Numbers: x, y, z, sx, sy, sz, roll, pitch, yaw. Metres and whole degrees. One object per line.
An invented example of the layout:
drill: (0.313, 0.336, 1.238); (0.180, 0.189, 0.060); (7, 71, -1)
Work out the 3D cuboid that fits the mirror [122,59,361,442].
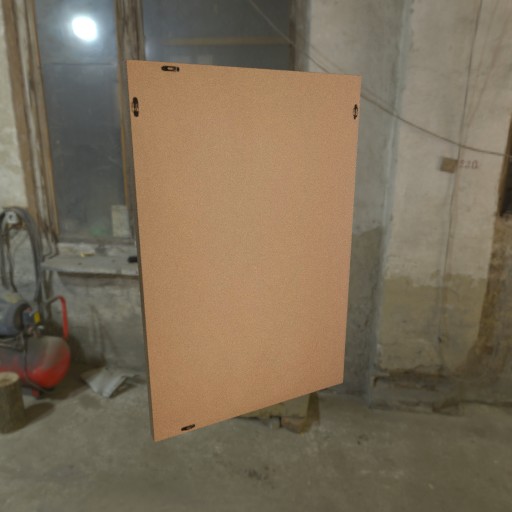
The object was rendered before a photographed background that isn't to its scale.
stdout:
mirror: (0.000, 0.000, 1.170); (0.609, 0.915, 0.041); (-8, 18, -26)
